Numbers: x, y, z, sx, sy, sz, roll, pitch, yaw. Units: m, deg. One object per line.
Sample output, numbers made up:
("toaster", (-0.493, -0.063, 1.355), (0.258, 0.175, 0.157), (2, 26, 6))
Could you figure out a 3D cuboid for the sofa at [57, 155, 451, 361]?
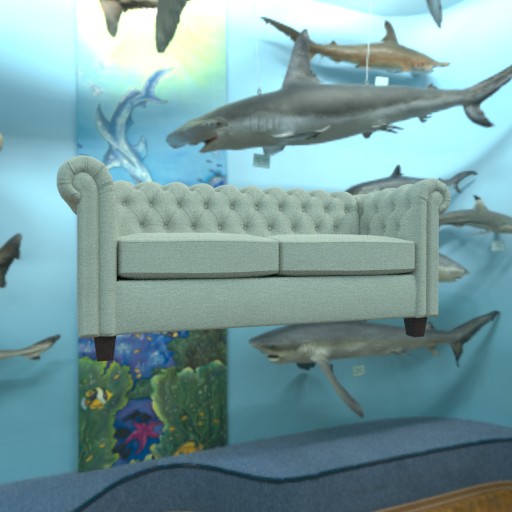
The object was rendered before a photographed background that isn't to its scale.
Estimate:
("sofa", (0.000, 0.000, 2.260), (1.798, 0.797, 0.783), (0, 1, -19))
